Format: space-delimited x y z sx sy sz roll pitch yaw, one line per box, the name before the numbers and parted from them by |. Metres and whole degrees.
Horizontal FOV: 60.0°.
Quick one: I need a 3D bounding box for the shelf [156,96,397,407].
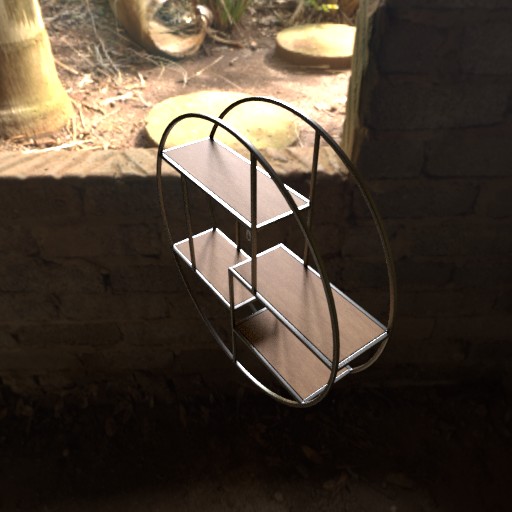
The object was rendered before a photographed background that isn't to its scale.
shelf | 0.000 0.000 1.340 0.202 0.888 0.888 -25 46 -27
